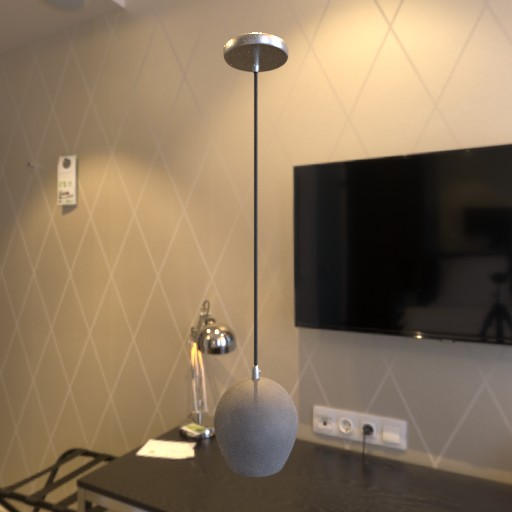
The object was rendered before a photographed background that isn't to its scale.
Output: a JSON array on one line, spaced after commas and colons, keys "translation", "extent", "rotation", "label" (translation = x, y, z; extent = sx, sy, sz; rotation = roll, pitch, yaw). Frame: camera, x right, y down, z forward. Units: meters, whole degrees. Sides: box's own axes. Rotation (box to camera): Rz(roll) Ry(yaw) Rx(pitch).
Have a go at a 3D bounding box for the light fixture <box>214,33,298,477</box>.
[{"translation": [0.000, 0.000, 0.812], "extent": [0.153, 0.760, 0.153], "rotation": [0, 0, -2], "label": "light fixture"}]
